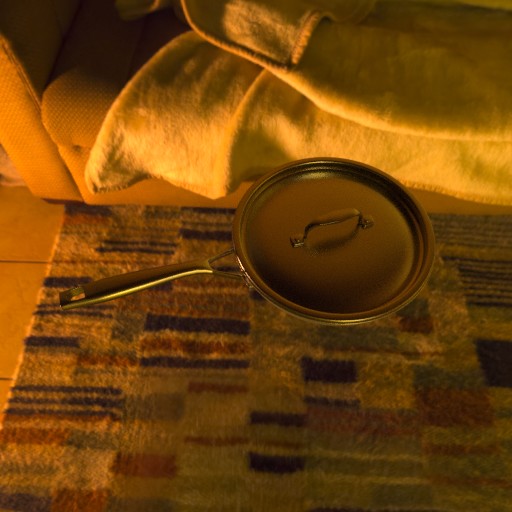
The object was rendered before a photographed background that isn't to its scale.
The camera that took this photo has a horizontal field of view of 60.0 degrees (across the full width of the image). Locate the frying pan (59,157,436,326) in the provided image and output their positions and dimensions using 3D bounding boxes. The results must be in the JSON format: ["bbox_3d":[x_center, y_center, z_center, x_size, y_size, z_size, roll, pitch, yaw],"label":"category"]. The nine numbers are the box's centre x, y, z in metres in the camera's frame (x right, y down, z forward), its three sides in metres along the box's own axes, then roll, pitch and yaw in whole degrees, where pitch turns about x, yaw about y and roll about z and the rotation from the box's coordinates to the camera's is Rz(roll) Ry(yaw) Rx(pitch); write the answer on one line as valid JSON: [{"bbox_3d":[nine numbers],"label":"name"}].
[{"bbox_3d":[0.000,0.000,0.588,0.490,0.086,0.272,-15,59,-10],"label":"frying pan"}]
